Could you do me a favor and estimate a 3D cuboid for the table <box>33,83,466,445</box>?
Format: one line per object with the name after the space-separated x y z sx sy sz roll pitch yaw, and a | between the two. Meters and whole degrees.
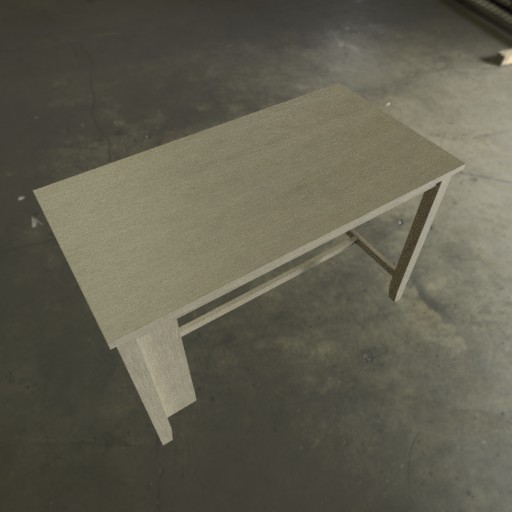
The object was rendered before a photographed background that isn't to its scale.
0.000 0.000 1.935 1.397 0.874 0.729 -26 54 -21 | table
